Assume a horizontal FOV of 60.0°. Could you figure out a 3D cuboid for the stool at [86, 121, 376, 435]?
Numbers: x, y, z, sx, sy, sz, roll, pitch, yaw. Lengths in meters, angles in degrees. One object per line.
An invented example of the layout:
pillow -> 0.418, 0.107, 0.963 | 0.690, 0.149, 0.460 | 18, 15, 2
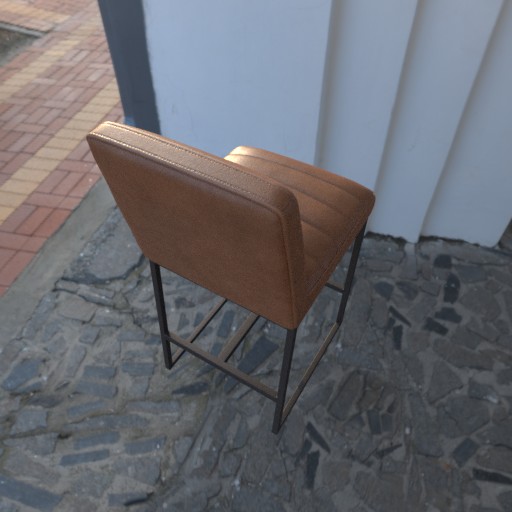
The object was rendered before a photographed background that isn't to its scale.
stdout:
stool -> 0.000, 0.000, 1.234 | 0.458, 0.940, 0.556 | 24, 51, 21
